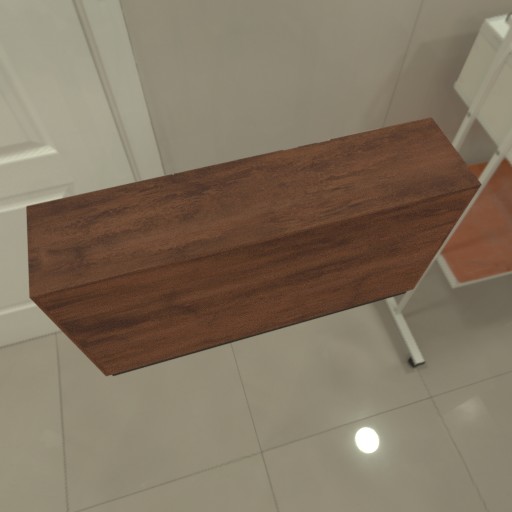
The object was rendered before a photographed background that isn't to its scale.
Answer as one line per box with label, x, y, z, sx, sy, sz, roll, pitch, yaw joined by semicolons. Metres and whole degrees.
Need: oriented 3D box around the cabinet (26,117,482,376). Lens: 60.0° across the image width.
cabinet;0.000;0.000;1.990;1.600;0.900;0.420;-14;59;-9
